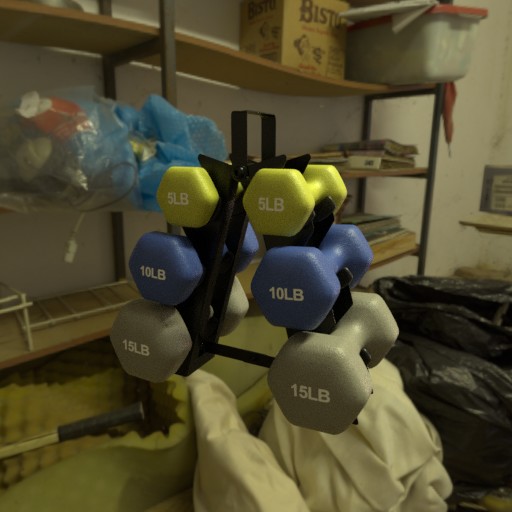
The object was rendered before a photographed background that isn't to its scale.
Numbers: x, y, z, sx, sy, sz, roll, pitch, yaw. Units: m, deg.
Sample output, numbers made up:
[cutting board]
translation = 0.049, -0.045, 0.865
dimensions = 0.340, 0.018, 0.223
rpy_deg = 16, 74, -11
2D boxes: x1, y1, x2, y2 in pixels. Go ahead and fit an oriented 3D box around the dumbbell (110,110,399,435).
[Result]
[dumbbell]
translation = 0.000, 0.000, 0.689
dimensions = 0.416, 0.426, 0.261
rpy_deg = 7, 15, 27
